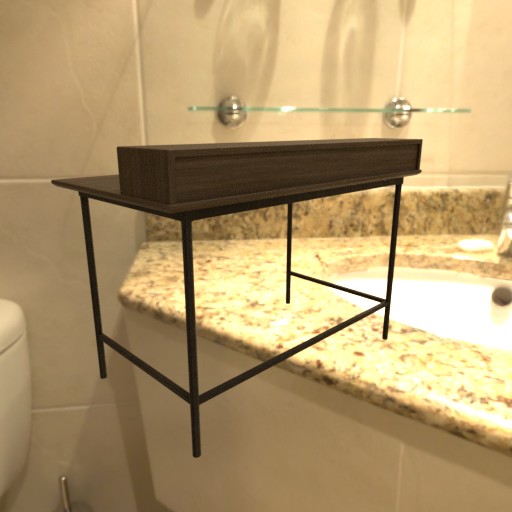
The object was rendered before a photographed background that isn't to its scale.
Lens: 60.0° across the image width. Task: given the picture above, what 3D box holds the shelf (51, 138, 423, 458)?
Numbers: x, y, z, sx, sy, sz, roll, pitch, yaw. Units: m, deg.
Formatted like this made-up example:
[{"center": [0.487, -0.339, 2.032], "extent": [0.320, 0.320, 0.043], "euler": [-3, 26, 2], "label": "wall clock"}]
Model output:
[{"center": [0.000, 0.000, 1.714], "extent": [1.212, 0.865, 0.685], "euler": [-15, 22, -42], "label": "shelf"}]
